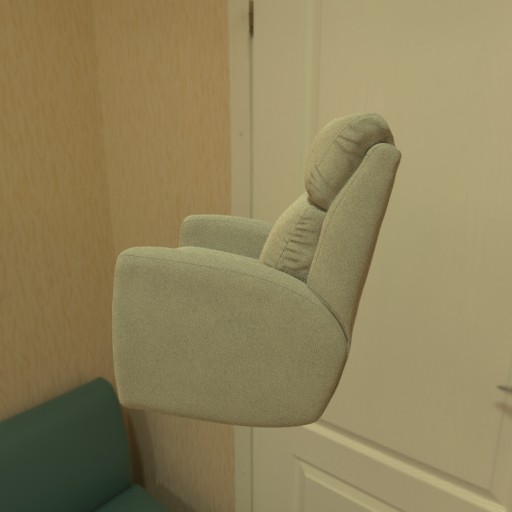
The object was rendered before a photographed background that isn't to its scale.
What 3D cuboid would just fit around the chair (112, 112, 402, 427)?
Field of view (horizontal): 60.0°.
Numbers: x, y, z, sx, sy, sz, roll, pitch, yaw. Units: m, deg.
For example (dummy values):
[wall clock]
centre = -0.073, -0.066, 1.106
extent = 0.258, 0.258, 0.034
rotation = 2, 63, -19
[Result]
[chair]
centre = 0.000, 0.000, 1.692
extent = 0.940, 1.021, 0.794
rotation = 2, 16, 8
